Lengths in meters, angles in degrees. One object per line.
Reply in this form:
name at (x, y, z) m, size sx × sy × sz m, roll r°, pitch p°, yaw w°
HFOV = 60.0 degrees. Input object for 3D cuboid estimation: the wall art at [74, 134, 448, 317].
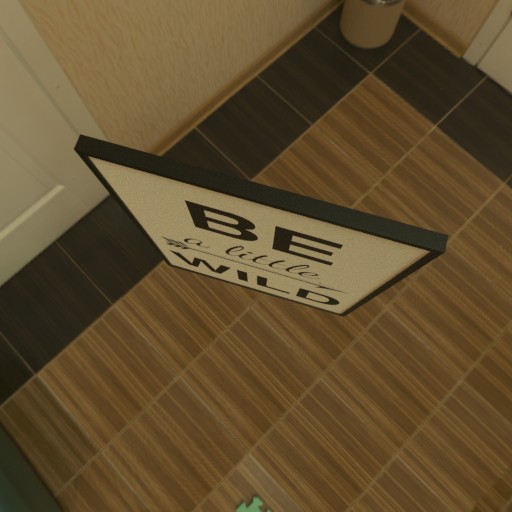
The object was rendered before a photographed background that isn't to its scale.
wall art at (0.000, 0.000, 1.440) m, size 0.806 × 1.062 × 0.038 m, roll 16°, pitch 76°, yaw 4°
